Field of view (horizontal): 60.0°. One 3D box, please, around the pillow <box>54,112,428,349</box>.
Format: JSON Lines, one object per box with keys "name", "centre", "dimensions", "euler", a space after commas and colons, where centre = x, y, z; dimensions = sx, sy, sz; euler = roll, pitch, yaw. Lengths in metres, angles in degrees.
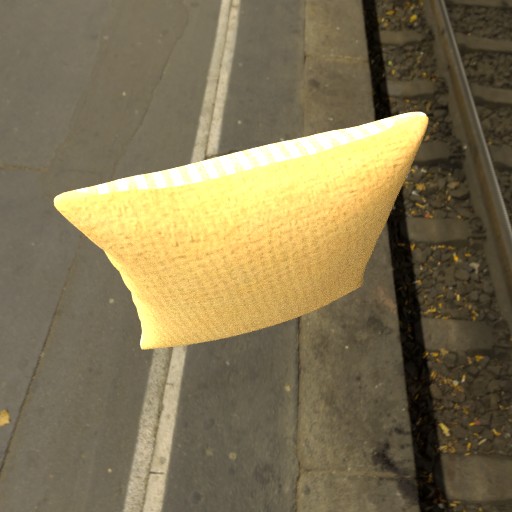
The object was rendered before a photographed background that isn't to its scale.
{"name": "pillow", "centre": [0.000, 0.000, 0.635], "dimensions": [0.419, 0.407, 0.173], "euler": [-15, 59, -9]}
